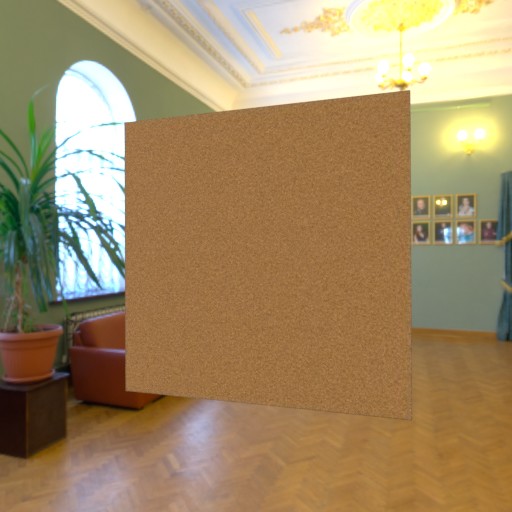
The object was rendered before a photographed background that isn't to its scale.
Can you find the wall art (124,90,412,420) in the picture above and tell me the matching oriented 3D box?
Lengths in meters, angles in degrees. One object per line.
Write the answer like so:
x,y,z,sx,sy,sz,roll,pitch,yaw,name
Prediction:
0.000,0.000,0.920,0.611,0.608,0.042,0,0,18,wall art
